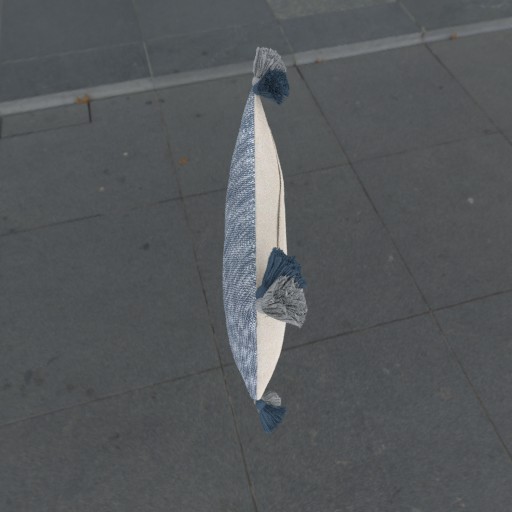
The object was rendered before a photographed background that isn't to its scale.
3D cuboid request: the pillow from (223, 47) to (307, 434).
[{"bbox_3d":[0.000,0.000,0.938,0.138,0.634,0.614,0,57,0],"label":"pillow"}]
